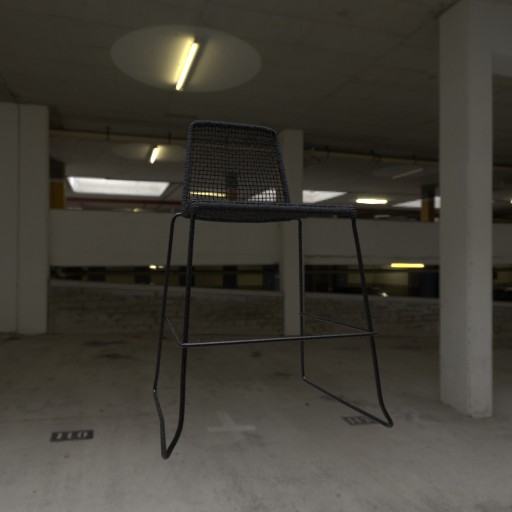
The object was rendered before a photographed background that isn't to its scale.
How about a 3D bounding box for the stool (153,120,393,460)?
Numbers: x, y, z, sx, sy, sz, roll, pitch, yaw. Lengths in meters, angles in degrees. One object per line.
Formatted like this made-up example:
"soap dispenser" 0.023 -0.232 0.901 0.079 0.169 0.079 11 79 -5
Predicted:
"stool" 0.000 0.000 1.290 0.590 0.905 0.509 0 0 -18
